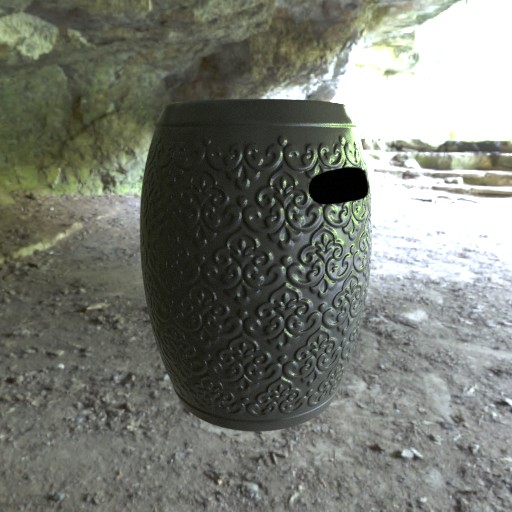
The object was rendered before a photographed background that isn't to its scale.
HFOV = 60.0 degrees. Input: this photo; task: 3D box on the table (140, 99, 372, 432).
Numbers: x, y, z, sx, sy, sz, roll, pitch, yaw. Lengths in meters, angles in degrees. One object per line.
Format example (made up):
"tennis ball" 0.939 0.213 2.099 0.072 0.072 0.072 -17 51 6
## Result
"table" 0.000 0.000 0.614 0.309 0.397 0.309 0 15 0
